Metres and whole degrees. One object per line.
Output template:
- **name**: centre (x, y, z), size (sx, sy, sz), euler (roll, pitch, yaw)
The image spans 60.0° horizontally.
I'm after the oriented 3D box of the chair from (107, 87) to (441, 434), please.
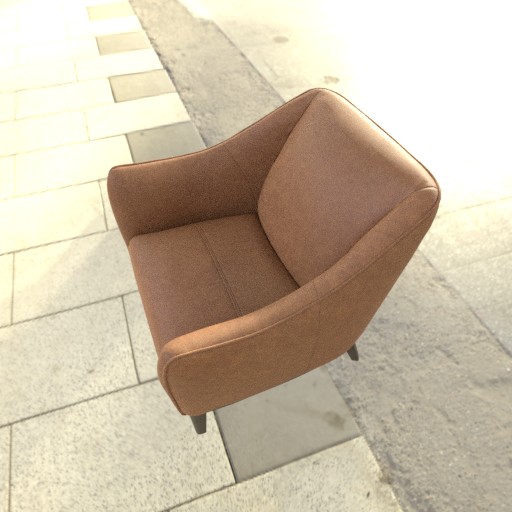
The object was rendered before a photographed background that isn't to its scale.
- **chair**: centre (0.000, 0.000, 1.556), size (0.852, 0.830, 0.871), euler (-16, 48, -15)
